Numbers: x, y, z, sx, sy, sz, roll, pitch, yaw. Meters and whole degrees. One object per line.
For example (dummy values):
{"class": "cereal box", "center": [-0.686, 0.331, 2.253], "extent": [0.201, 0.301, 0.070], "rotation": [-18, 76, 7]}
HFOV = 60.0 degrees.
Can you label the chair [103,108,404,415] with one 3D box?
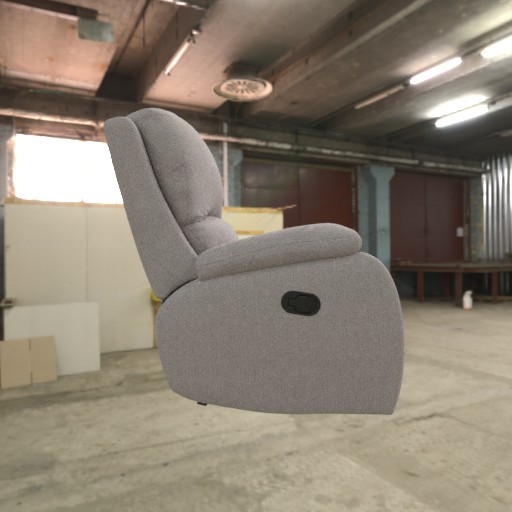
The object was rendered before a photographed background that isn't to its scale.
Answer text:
{"class": "chair", "center": [0.000, 0.000, 1.723], "extent": [0.899, 1.011, 0.930], "rotation": [0, 0, 0]}
